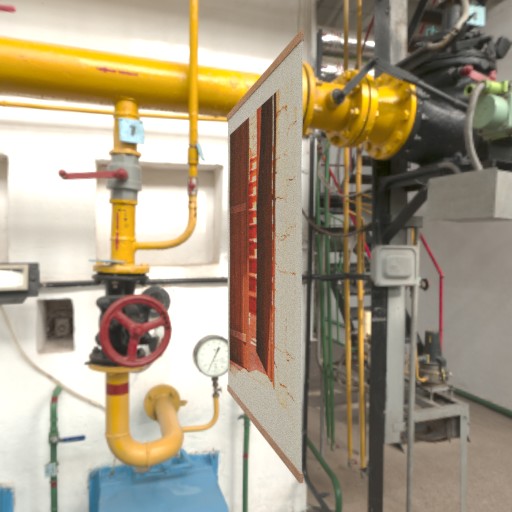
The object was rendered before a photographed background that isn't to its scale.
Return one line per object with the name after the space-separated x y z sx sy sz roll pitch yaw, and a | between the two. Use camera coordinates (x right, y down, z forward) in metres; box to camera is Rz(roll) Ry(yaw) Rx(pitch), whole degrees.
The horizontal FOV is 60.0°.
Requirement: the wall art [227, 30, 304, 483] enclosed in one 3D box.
0.000 0.000 1.974 0.019 1.527 1.019 0 1 -18 | wall art
